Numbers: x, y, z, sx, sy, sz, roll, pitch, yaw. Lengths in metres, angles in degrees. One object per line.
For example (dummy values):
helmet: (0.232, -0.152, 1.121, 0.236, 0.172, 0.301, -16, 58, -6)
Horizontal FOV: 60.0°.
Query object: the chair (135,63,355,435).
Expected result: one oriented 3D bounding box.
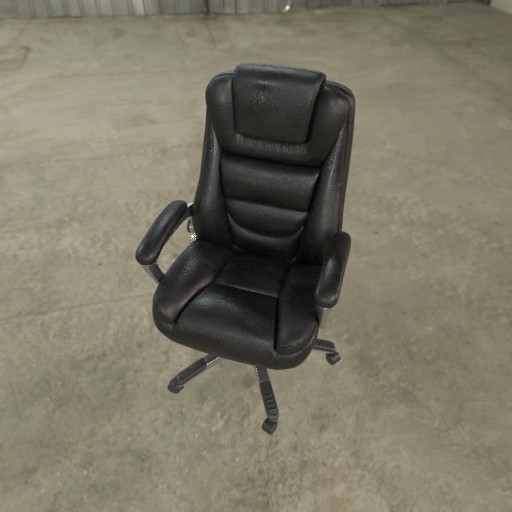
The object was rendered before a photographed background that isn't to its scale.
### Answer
chair: (0.000, 0.000, 1.514, 0.697, 1.075, 0.689, 12, 43, 13)
